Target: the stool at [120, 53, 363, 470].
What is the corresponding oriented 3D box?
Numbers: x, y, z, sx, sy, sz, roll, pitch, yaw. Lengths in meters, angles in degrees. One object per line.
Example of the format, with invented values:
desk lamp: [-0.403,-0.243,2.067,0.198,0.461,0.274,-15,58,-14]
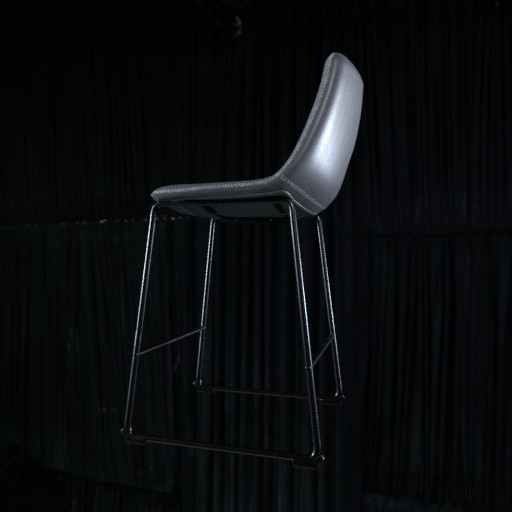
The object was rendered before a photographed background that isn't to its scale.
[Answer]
stool: [0.000,0.000,1.162,0.546,0.876,0.470,0,0,17]
